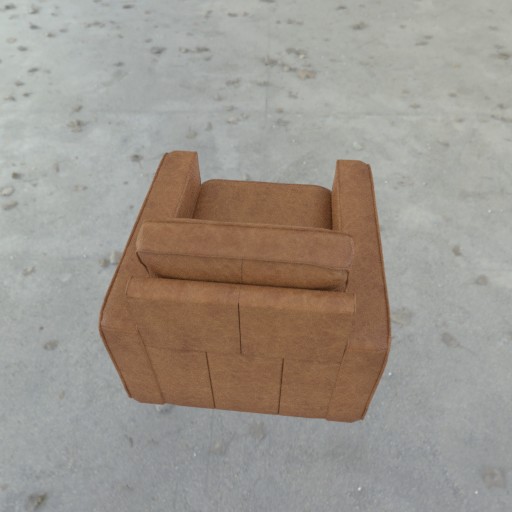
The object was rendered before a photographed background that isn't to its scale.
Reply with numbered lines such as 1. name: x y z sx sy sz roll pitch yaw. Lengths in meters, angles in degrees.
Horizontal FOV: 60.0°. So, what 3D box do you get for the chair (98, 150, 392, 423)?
1. chair: 0.000 0.000 1.803 0.987 0.901 1.027 2 48 2
